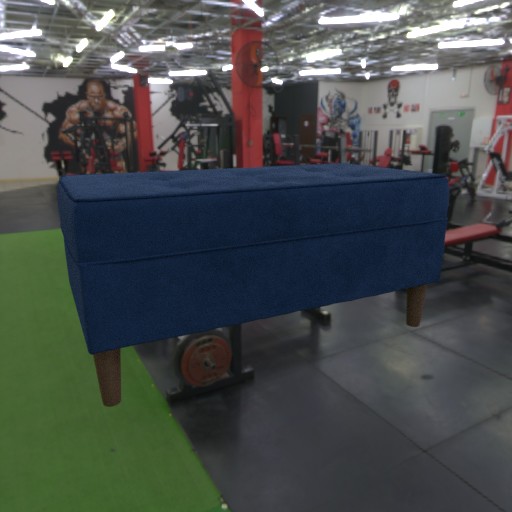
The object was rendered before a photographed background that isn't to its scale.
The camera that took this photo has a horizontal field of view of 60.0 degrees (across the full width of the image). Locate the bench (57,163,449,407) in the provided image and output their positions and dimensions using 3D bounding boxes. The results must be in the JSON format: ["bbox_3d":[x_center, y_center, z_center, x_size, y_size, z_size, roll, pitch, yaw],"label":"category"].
[{"bbox_3d":[0.000,0.000,1.291,1.010,0.467,0.489,-8,18,-25],"label":"bench"}]
